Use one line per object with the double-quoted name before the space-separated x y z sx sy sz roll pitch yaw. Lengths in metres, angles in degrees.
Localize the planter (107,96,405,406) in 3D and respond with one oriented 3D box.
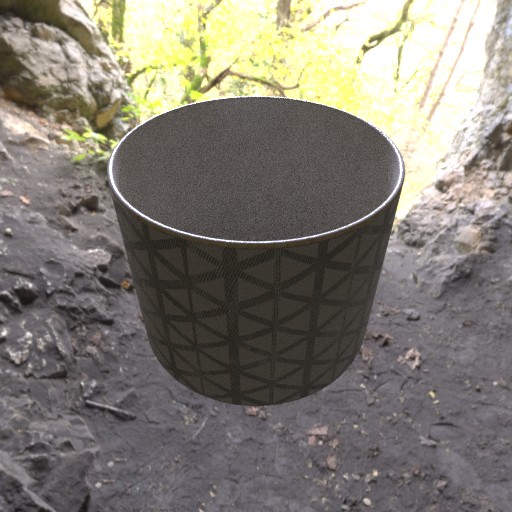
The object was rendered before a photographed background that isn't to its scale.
"planter" 0.000 0.000 0.350 0.190 0.181 0.190 0 41 0
